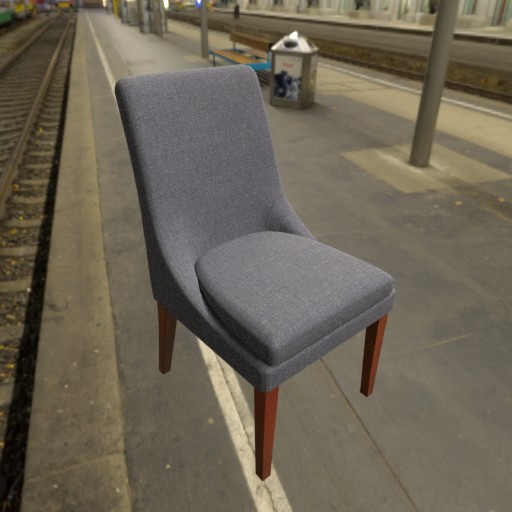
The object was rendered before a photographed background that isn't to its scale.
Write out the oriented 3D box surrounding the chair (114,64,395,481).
[{"bbox_3d":[0.000,0.000,1.297,0.508,0.952,0.655,-23,37,-34],"label":"chair"}]
